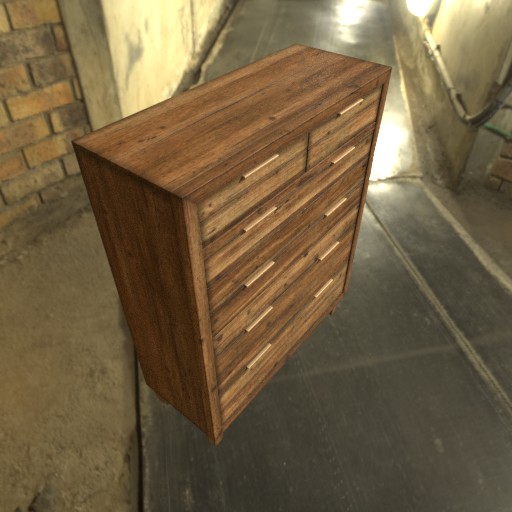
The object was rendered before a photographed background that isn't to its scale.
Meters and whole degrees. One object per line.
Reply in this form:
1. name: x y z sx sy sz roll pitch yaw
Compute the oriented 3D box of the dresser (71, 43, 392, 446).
1. dresser: 0.000 0.000 1.872 0.438 1.359 1.067 28 50 28
